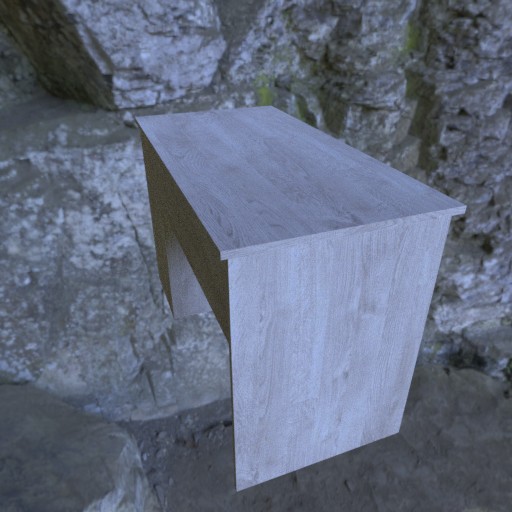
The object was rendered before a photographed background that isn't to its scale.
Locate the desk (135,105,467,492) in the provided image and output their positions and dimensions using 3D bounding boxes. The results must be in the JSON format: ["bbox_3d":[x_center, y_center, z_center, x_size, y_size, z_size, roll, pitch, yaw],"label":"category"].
[{"bbox_3d":[0.000,0.000,1.504,0.560,0.735,1.097,-11,32,-18],"label":"desk"}]
